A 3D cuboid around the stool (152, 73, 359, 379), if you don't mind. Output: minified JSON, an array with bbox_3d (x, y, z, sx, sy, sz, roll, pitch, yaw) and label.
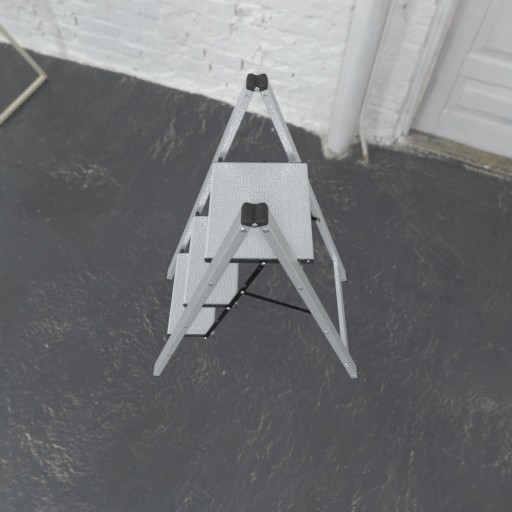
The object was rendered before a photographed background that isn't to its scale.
[{"bbox_3d":[0.000,0.000,1.297,0.730,0.902,0.441,1,57,0],"label":"stool"}]
